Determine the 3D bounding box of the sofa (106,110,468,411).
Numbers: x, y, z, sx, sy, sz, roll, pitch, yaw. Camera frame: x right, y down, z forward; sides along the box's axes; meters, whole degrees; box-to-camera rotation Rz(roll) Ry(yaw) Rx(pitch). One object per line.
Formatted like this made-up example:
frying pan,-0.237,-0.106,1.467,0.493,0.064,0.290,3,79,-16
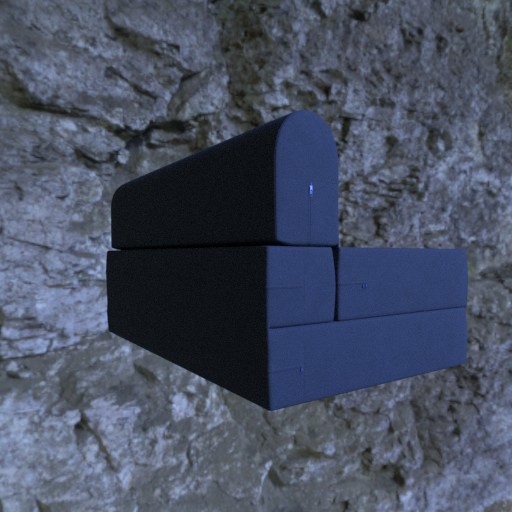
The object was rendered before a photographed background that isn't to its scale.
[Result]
sofa,0.000,0.000,1.638,0.762,0.660,1.219,0,0,-34
